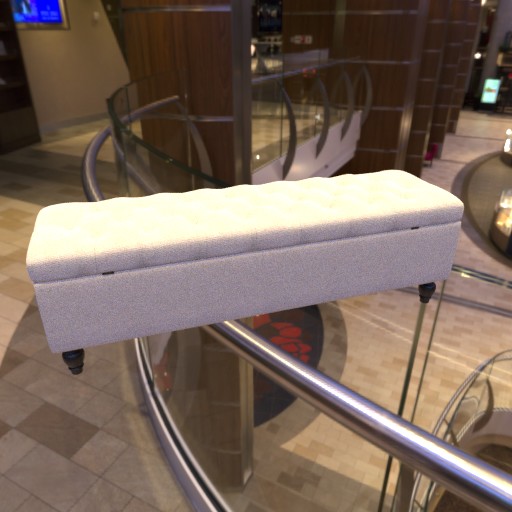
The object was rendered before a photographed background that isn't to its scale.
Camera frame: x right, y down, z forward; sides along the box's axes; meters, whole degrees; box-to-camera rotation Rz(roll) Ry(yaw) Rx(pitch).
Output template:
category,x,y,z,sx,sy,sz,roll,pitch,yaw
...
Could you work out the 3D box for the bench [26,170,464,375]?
category,x,y,z,sx,sy,sz,roll,pitch,yaw
bench,0.000,0.000,1.690,1.480,0.467,0.455,-9,29,-16
